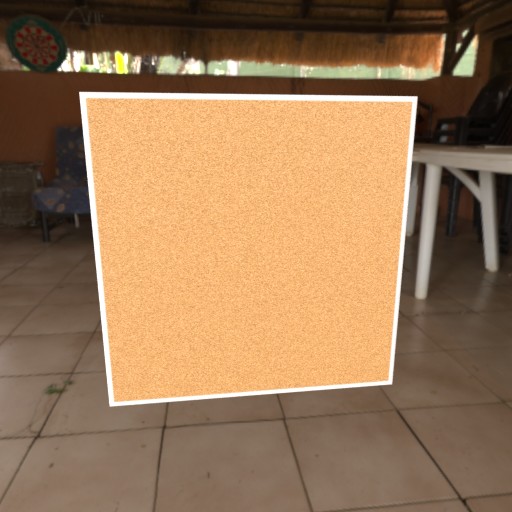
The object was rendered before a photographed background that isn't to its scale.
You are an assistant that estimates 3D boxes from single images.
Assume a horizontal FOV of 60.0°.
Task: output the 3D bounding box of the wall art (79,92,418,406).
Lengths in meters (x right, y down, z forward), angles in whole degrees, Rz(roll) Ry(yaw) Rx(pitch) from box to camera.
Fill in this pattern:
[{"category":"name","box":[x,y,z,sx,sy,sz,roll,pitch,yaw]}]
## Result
[{"category":"wall art","box":[0.000,0.000,1.116,0.768,0.765,0.041,-2,15,-8]}]
